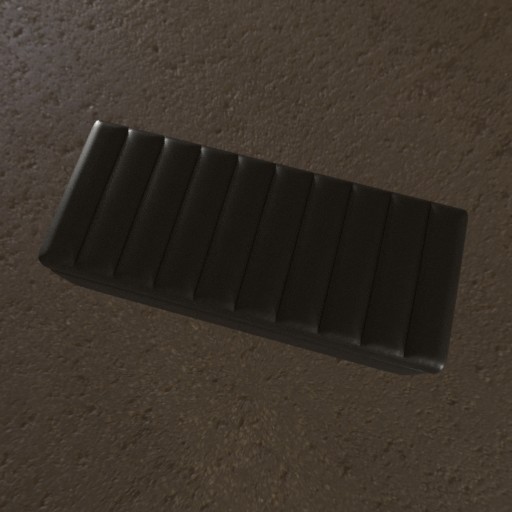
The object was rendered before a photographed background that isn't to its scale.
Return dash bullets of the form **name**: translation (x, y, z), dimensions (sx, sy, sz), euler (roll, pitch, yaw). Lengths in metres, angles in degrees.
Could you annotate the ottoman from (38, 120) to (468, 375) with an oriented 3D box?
- **ottoman**: translation (0.000, 0.000, 1.441), dimensions (1.151, 0.469, 0.482), euler (15, 74, 4)
